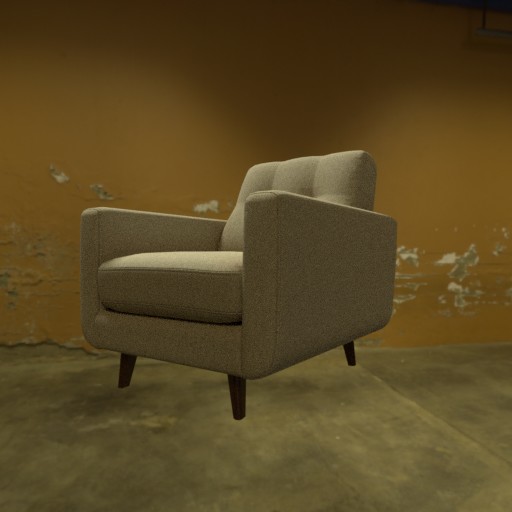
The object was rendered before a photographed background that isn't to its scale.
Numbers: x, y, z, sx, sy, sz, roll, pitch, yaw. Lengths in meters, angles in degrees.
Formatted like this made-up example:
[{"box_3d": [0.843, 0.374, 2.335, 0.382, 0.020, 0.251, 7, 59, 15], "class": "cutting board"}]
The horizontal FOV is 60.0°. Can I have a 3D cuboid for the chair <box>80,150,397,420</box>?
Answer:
[{"box_3d": [0.000, 0.000, 1.849, 0.897, 0.965, 1.128, 0, 0, 35], "class": "chair"}]
